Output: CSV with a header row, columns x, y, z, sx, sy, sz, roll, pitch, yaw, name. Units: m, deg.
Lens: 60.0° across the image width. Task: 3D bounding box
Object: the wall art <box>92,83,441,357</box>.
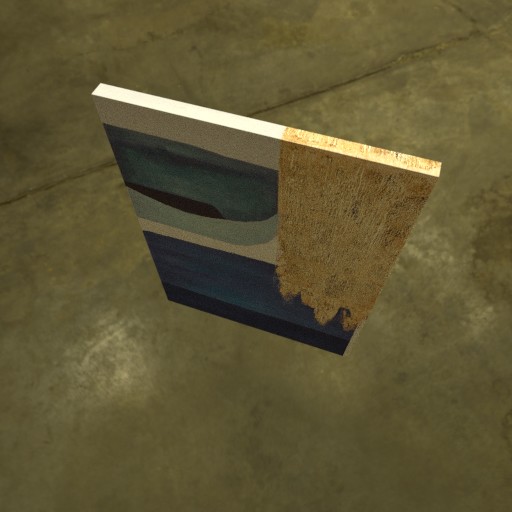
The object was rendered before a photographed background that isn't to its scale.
x,y,z,sx,sy,sz,roll,pitch,yaw,name
0.000,0.000,0.820,0.458,0.613,0.026,16,59,10,wall art
